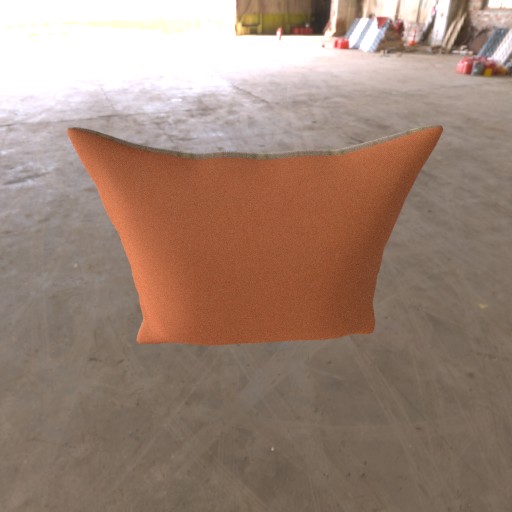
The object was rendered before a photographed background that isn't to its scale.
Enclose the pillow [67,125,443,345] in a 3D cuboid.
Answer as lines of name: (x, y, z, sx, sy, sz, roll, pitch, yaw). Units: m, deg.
pillow: (0.000, 0.000, 0.690, 0.453, 0.430, 0.200, -1, 31, -2)
